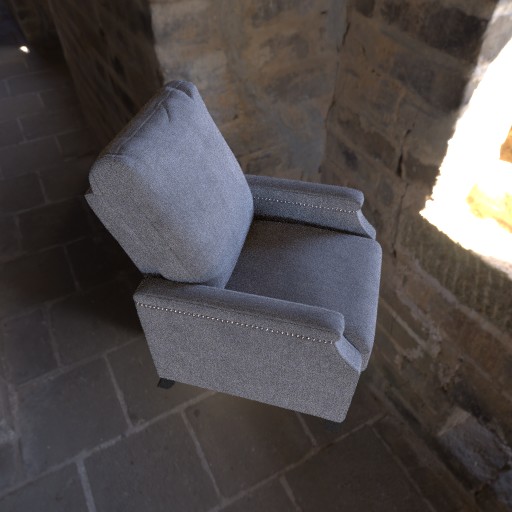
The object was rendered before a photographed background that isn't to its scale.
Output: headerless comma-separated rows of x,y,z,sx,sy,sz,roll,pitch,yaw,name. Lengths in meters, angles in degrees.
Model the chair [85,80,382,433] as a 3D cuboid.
0.000,0.000,1.636,0.922,1.049,0.710,11,47,10,chair
